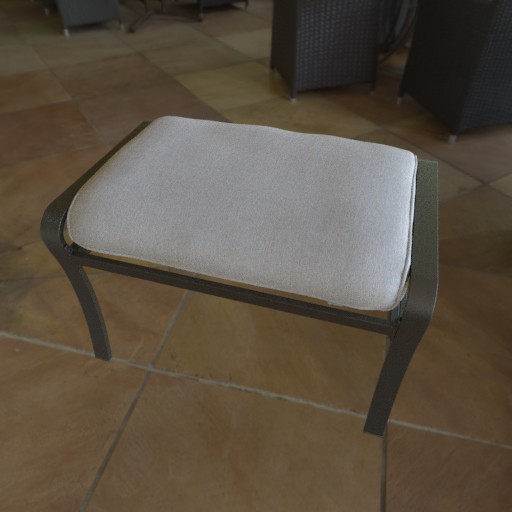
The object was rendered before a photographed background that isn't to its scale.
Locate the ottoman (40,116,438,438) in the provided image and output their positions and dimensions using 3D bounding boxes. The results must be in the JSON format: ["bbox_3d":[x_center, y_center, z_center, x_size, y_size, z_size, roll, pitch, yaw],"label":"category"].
[{"bbox_3d":[0.000,0.000,0.889,0.610,0.422,0.406,11,43,13],"label":"ottoman"}]
